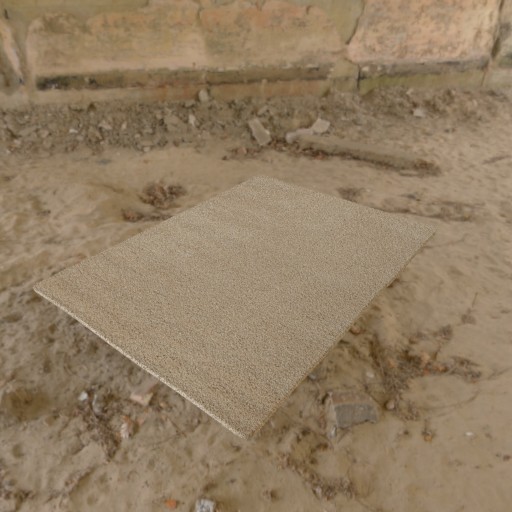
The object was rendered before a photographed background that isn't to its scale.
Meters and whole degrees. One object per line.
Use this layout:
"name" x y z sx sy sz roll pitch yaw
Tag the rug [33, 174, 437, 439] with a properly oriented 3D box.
"rug" 0.000 0.000 2.125 1.199 0.025 1.600 23 39 31
